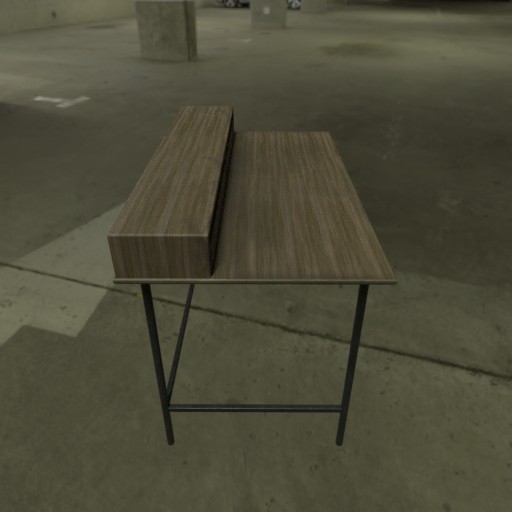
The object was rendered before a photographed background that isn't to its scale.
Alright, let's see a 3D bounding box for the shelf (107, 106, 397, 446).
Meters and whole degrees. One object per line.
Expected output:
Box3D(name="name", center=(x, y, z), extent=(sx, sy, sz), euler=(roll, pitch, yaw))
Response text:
Box3D(name="shelf", center=(0.000, 0.000, 1.746), extent=(0.685, 0.865, 1.212), euler=(0, 32, 0))
